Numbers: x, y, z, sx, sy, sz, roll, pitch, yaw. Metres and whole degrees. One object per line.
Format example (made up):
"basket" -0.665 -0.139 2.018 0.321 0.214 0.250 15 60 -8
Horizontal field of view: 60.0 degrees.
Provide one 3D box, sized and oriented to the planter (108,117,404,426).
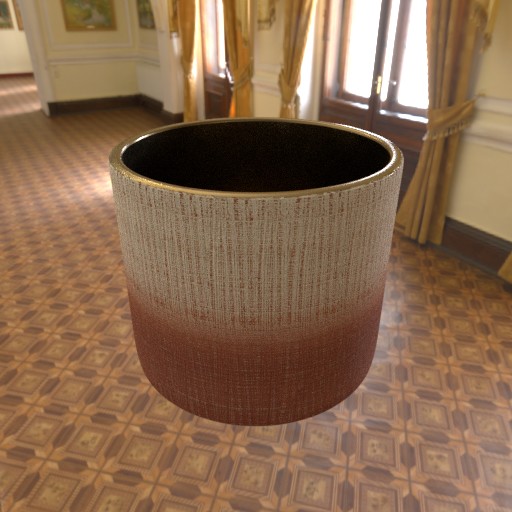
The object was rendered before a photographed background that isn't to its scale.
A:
"planter" 0.000 0.000 0.440 0.254 0.221 0.254 0 29 0
